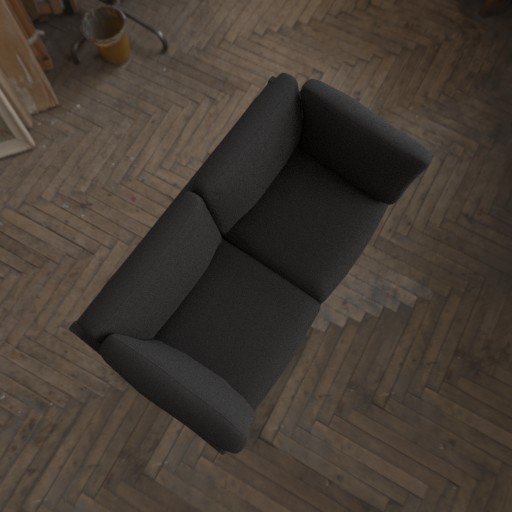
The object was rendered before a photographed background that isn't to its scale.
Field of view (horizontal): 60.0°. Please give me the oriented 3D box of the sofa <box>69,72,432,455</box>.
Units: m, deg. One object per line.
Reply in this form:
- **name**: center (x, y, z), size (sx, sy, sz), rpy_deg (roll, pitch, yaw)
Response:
- **sofa**: center (0.000, 0.000, 2.409), size (0.969, 0.920, 1.751), rpy_deg (34, 77, 9)
